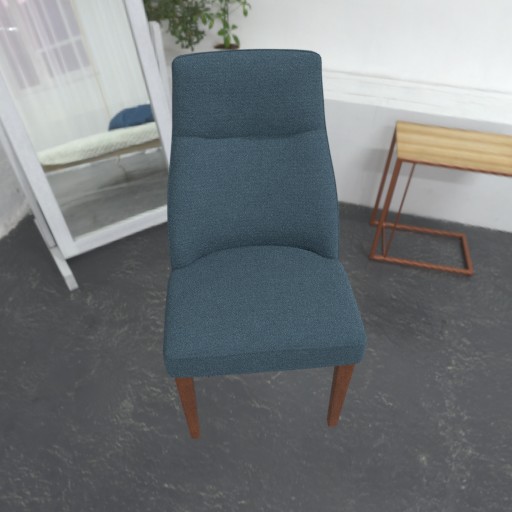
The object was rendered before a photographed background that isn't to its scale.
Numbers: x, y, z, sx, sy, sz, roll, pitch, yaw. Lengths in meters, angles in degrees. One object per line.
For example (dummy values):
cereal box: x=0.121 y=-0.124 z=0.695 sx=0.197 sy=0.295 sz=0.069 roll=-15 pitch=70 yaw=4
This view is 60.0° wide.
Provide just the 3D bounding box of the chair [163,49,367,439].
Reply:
chair: x=0.000 y=0.000 z=1.253 sx=0.500 sy=0.930 sz=0.620 roll=-4 pitch=46 yaw=-4
